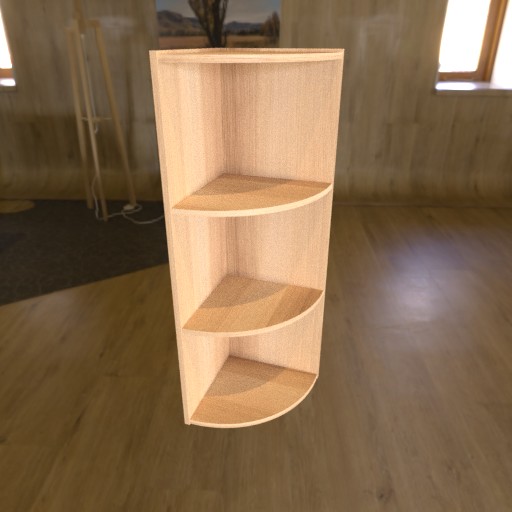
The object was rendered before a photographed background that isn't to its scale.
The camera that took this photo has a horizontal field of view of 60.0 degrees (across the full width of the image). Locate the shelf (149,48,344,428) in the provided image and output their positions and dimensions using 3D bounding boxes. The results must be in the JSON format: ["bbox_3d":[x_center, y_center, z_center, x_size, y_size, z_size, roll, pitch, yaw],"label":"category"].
[{"bbox_3d":[0.000,0.000,1.033,0.290,0.872,0.290,8,27,17],"label":"shelf"}]
